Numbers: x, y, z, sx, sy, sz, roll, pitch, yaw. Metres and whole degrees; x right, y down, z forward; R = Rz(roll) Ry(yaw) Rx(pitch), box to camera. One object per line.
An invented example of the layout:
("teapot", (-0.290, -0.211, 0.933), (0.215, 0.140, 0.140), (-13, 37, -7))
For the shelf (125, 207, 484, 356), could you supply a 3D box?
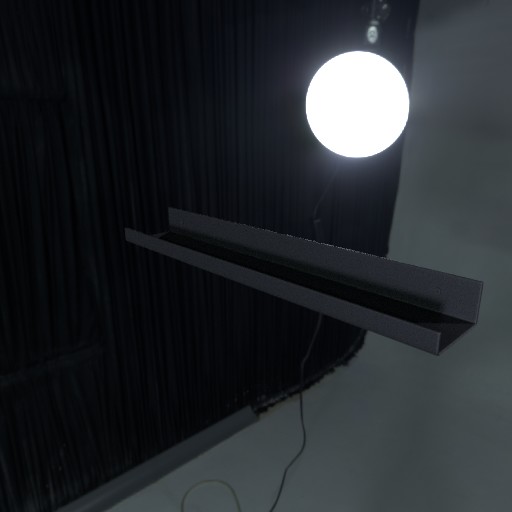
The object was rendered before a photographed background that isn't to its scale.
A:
("shelf", (0.000, 0.000, 0.662), (0.102, 0.053, 0.605), (-16, 23, -42))
